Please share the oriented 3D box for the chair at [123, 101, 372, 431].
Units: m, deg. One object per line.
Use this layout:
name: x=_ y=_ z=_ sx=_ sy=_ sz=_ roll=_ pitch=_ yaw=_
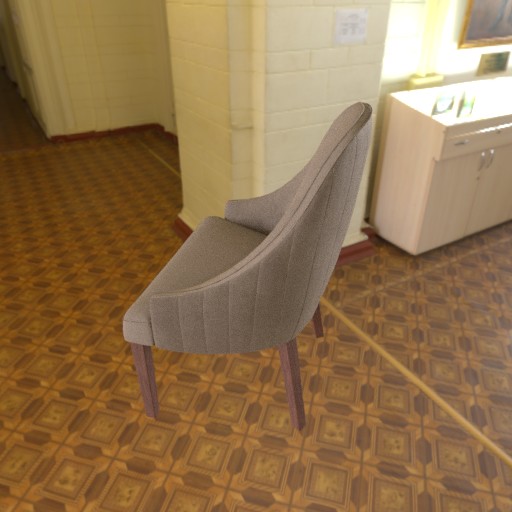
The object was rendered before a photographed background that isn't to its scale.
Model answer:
chair: x=0.000 y=0.000 z=1.328 sx=0.575 sy=0.889 sz=0.643 roll=8 pitch=32 yaw=13
